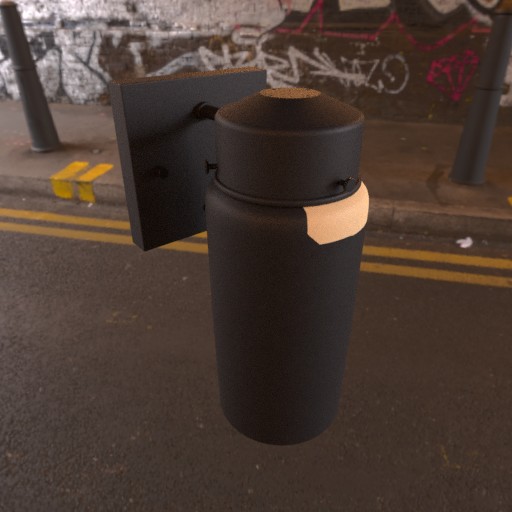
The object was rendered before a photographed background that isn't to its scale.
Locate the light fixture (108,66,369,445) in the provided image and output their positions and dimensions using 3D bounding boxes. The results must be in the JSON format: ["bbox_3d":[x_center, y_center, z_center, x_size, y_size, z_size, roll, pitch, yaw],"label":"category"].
[{"bbox_3d":[0.000,0.000,0.354,0.130,0.257,0.176,-22,36,-33],"label":"light fixture"}]
